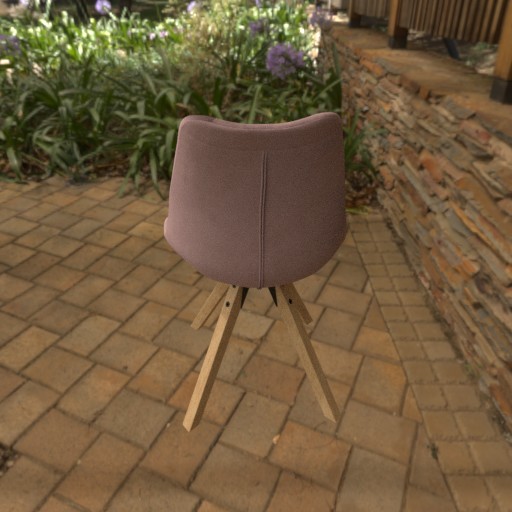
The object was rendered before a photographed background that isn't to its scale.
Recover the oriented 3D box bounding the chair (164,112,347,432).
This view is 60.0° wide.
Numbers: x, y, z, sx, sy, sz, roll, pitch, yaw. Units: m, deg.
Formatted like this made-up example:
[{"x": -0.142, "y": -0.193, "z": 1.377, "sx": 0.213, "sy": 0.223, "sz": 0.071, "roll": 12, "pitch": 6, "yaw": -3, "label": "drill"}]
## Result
[{"x": 0.000, "y": 0.000, "z": 1.178, "sx": 0.485, "sy": 0.850, "sz": 0.550, "roll": -2, "pitch": 31, "yaw": -4, "label": "chair"}]
